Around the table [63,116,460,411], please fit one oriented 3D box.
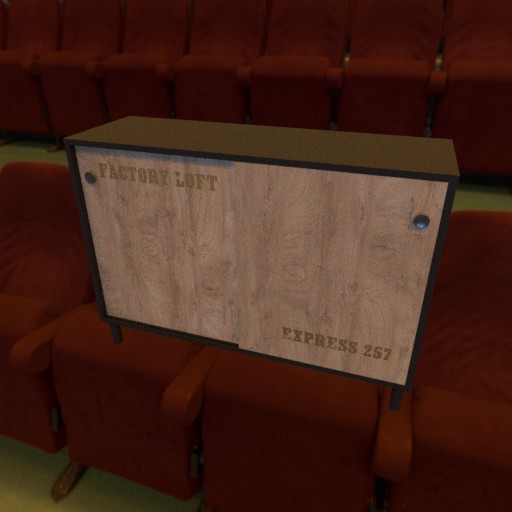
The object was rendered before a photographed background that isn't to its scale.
[{"bbox_3d":[0.000,0.000,1.633,1.200,0.855,0.400,9,30,16],"label":"table"}]
